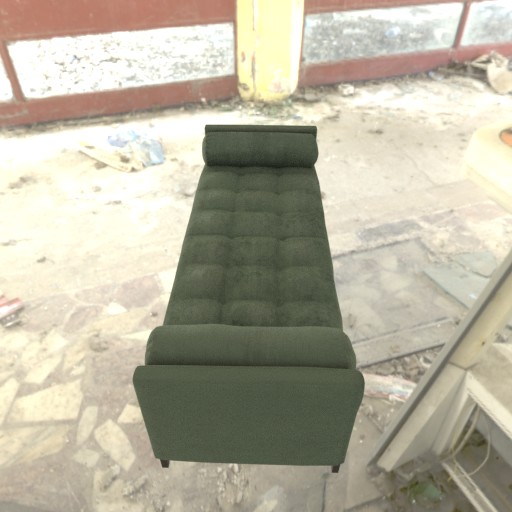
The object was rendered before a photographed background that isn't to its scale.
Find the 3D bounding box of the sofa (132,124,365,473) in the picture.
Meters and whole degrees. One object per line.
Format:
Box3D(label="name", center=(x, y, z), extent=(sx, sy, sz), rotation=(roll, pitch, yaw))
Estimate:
Box3D(label="sofa", center=(0.000, 0.000, 2.458), extent=(0.817, 0.681, 2.130), rotation=(1, 40, 1))
